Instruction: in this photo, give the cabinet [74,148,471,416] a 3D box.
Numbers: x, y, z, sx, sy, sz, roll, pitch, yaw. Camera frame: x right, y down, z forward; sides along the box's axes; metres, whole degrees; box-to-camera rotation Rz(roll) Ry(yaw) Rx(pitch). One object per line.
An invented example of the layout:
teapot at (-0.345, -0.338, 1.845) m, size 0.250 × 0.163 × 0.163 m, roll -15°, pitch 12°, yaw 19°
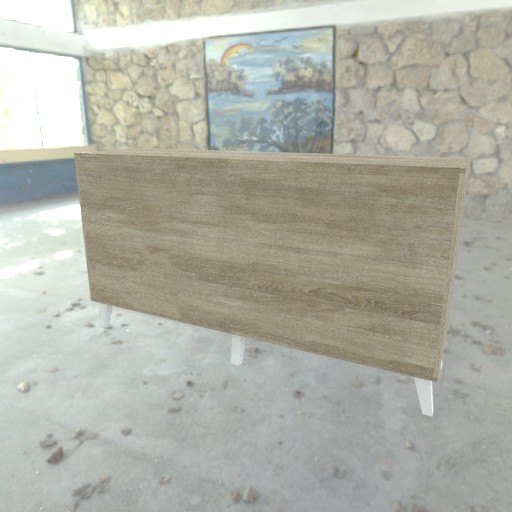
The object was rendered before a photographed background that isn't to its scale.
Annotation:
cabinet at (0.000, 0.000, 1.958) m, size 1.600 × 0.870 × 0.450 m, roll 8°, pitch 18°, yaw 26°
